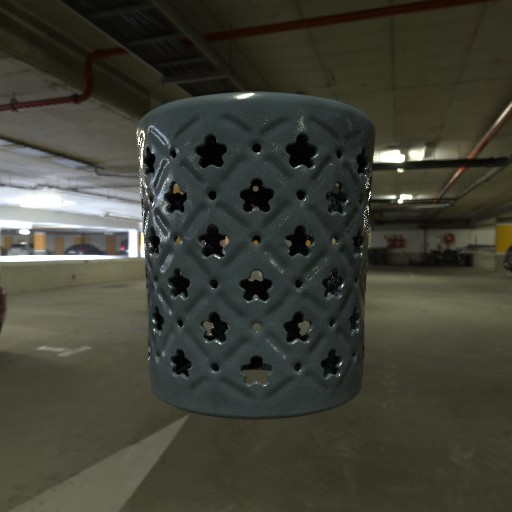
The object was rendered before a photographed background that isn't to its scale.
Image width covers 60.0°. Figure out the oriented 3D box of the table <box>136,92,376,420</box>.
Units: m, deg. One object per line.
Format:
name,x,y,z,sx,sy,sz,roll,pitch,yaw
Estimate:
table,0.000,0.000,0.677,0.352,0.387,0.352,0,1,0
